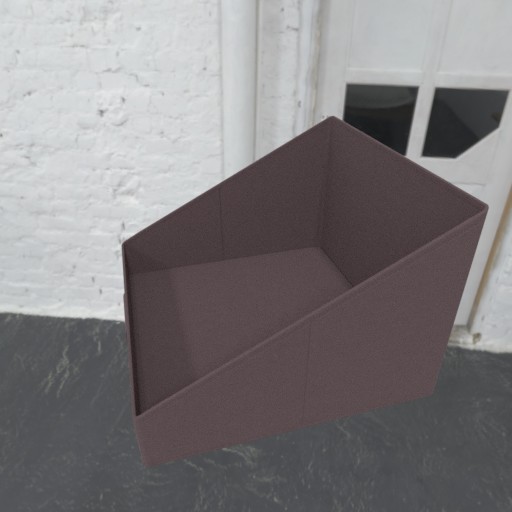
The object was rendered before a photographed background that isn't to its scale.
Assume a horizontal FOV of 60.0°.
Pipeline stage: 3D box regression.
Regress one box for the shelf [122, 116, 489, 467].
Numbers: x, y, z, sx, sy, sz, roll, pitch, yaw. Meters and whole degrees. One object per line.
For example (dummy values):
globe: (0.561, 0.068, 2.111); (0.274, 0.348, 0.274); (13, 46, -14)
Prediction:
shelf: (0.000, 0.000, 0.478); (0.292, 0.210, 0.292); (-9, 33, -14)
